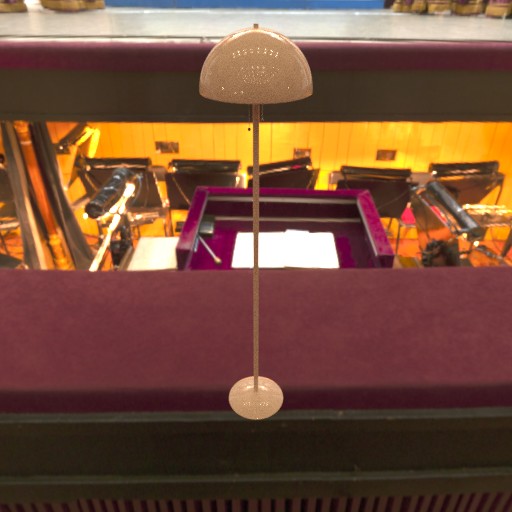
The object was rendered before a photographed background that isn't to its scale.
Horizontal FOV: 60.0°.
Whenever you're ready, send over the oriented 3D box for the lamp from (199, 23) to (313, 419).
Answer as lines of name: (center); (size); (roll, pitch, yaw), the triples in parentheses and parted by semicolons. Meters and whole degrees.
lamp: (0.000, 0.000, 1.589); (0.328, 1.480, 0.328); (0, 32, 0)
